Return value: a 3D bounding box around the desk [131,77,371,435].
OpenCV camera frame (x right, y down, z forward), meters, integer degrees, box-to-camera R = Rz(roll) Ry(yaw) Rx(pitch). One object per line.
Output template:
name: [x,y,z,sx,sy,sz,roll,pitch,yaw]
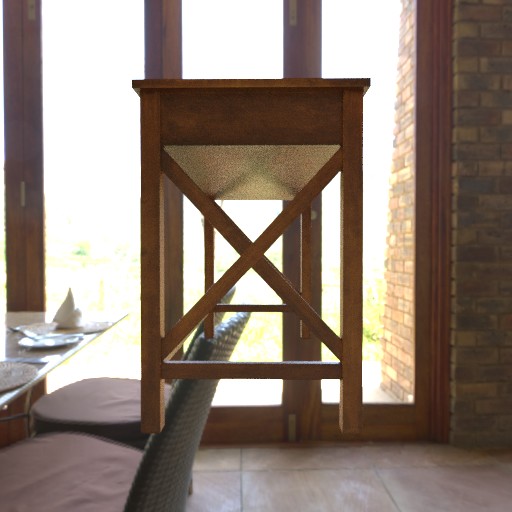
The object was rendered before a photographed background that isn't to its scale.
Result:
desk: [0.000,0.000,1.494,0.508,0.762,1.117,0,1,1]
